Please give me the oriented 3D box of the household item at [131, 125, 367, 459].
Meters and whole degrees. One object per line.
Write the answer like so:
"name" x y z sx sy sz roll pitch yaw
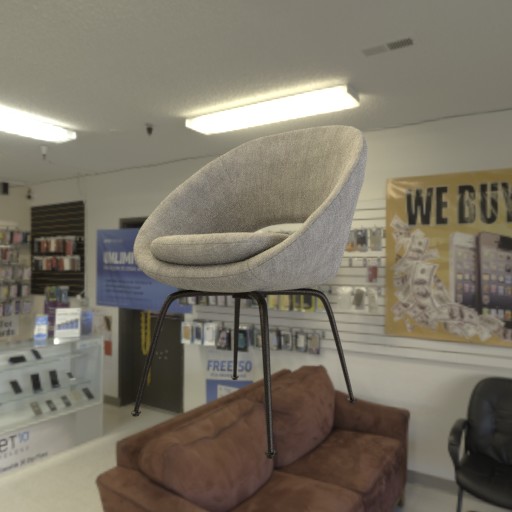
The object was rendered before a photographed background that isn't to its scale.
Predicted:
"household item" 0.000 0.000 1.304 0.643 0.869 0.587 0 0 35
